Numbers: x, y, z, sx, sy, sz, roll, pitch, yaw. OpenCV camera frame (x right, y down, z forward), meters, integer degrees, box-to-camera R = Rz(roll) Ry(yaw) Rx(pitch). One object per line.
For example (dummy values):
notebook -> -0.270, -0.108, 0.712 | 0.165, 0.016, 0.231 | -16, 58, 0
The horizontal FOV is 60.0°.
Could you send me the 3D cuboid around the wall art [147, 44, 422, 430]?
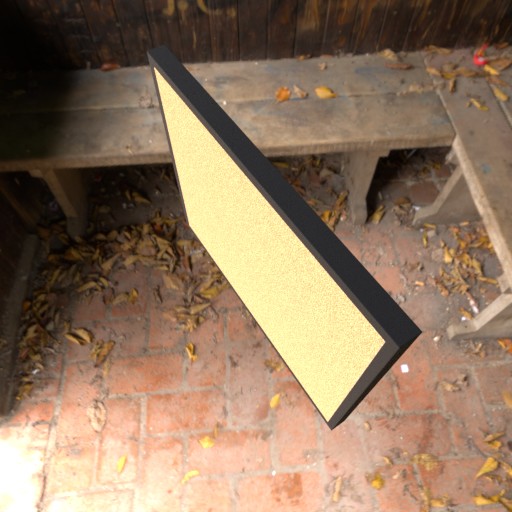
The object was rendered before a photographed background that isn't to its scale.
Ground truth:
wall art -> 0.000, 0.000, 0.748 | 0.030, 0.454, 0.554 | -29, 63, -16
